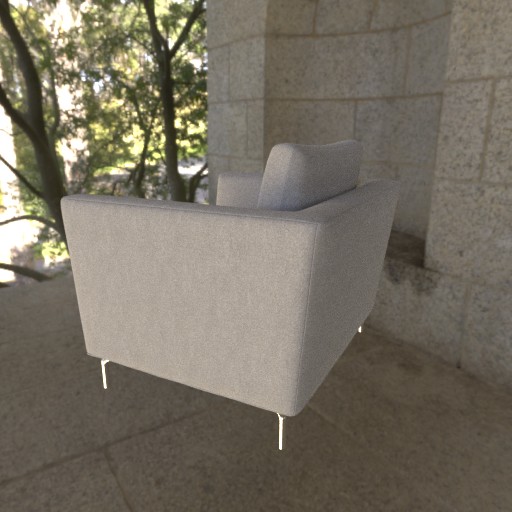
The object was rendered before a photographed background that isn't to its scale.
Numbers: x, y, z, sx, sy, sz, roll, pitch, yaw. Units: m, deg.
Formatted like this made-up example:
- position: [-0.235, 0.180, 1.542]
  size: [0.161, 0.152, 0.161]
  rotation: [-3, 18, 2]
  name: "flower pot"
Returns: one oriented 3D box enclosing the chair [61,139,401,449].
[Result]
- position: [0.000, 0.000, 1.710]
  size: [0.889, 0.864, 1.041]
  rotation: [8, 17, 26]
  name: "chair"
